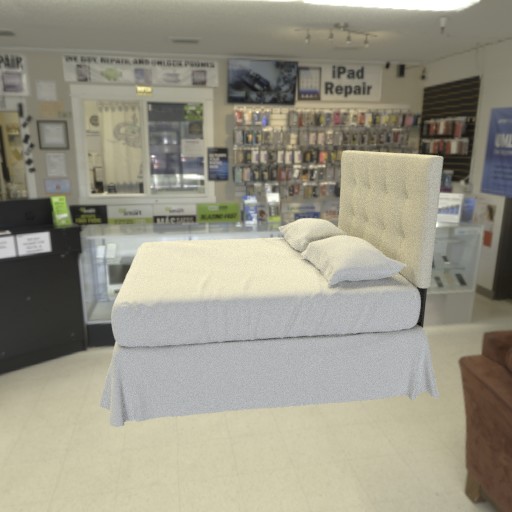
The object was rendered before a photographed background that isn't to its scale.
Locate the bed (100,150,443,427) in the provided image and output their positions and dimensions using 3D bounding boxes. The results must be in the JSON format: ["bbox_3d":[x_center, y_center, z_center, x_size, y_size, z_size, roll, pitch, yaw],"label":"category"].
[{"bbox_3d":[0.000,0.000,3.474,2.222,1.577,1.936,-2,15,-8],"label":"bed"}]
